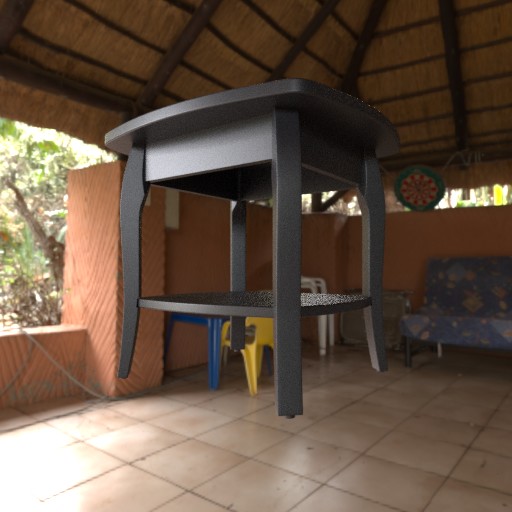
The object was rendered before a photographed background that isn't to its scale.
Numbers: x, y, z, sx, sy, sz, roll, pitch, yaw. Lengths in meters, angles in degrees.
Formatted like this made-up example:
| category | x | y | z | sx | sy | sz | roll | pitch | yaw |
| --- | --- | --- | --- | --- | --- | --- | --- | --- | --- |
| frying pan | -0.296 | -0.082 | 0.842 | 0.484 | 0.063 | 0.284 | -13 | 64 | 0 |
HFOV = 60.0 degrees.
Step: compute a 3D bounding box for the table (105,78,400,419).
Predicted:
| category | x | y | z | sx | sy | sz | roll | pitch | yaw |
| --- | --- | --- | --- | --- | --- | --- | --- | --- | --- |
| table | 0.000 | 0.000 | 0.861 | 0.508 | 0.457 | 0.457 | -1 | -2 | 37 |
